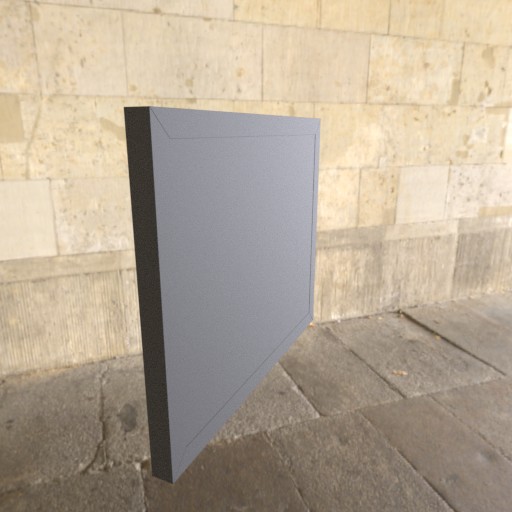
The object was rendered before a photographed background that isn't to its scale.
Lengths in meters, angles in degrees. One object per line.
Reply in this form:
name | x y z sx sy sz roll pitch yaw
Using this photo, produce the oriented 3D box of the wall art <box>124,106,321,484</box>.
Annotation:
wall art | 0.000 0.000 0.542 0.024 0.329 0.404 7 17 24
